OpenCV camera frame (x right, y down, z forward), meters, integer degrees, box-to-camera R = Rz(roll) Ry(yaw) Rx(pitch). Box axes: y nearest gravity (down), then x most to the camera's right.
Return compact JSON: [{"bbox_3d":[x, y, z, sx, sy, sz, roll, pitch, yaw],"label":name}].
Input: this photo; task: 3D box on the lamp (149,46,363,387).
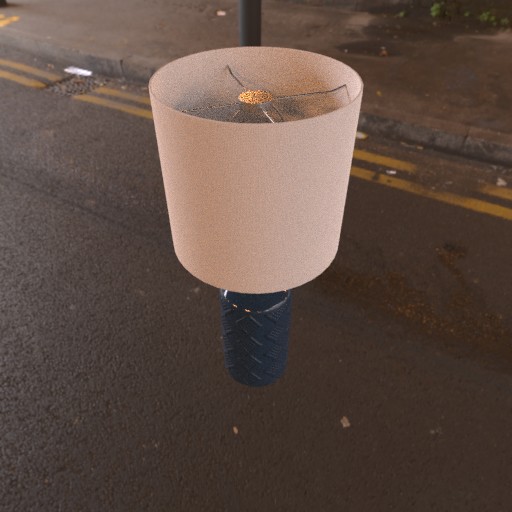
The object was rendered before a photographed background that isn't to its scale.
[{"bbox_3d":[0.000,0.000,0.584,0.207,0.461,0.207,-13,43,-14],"label":"lamp"}]
